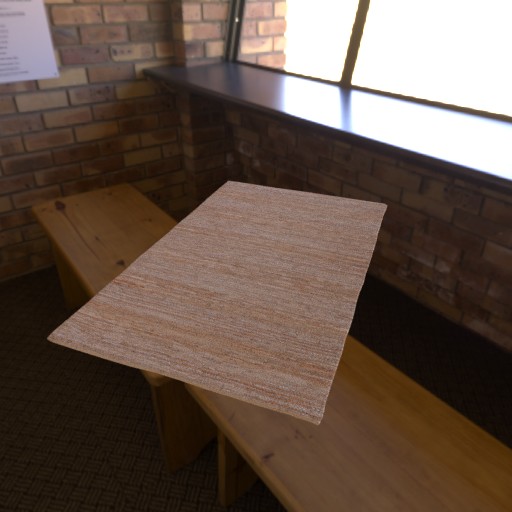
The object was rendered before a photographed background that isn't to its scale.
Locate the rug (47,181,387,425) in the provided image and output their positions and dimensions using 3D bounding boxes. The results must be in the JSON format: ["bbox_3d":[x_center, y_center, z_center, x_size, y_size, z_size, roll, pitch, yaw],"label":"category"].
[{"bbox_3d":[0.000,0.000,3.136,1.529,0.009,2.446,11,33,18],"label":"rug"}]
